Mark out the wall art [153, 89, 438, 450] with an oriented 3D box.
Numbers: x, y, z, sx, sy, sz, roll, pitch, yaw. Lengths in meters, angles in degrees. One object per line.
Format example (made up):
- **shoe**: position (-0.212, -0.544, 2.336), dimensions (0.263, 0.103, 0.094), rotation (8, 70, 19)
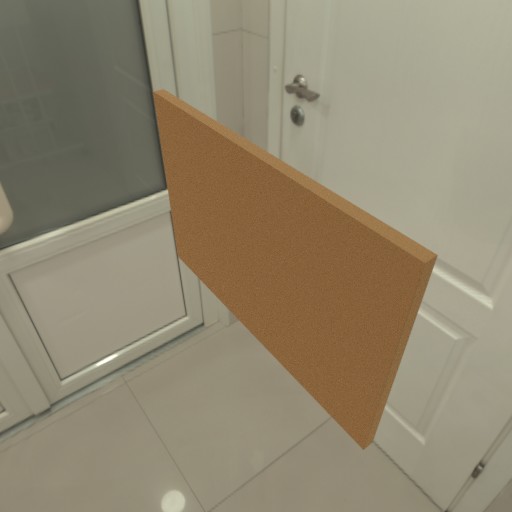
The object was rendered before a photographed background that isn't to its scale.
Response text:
- **wall art**: position (0.000, 0.000, 1.172), dimensions (0.033, 0.608, 0.915), rotation (-26, 47, -27)
